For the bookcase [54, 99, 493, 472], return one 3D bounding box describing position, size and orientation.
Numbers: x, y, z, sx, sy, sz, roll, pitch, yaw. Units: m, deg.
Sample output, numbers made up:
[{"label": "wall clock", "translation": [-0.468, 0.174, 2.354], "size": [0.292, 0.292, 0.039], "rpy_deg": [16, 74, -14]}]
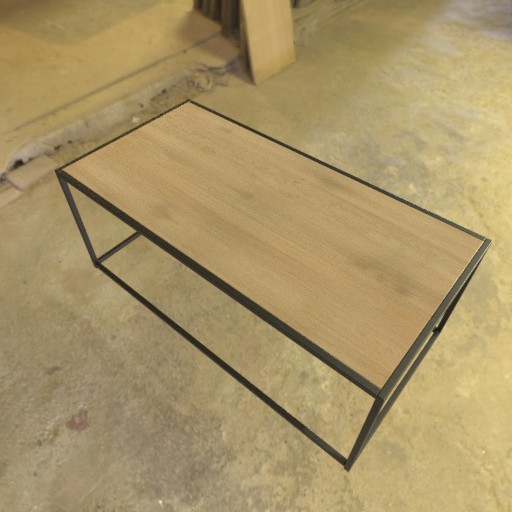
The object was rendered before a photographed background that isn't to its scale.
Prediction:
[{"label": "bookcase", "translation": [0.000, 0.000, 1.250], "size": [1.000, 0.400, 0.500], "rpy_deg": [32, 55, 26]}]
